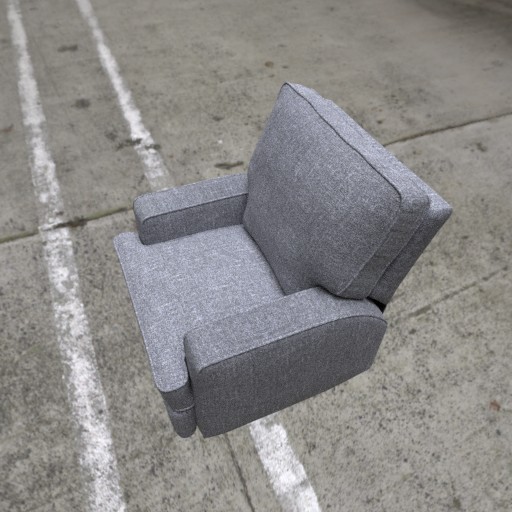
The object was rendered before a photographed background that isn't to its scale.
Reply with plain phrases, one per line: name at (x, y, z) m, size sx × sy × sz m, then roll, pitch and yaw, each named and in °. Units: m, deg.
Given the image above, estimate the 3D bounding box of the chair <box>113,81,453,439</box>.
chair at (0.000, 0.000, 1.669) m, size 0.964 × 0.962 × 0.861 m, roll -17°, pitch 49°, yaw -16°
